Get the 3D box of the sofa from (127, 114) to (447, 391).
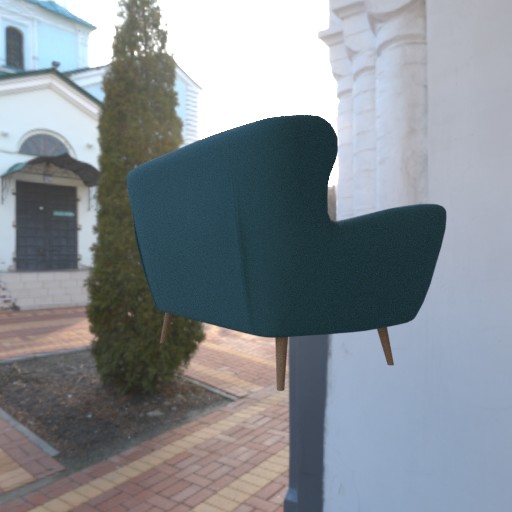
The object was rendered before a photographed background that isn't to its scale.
[{"bbox_3d":[0.000,0.000,2.013,0.889,0.889,1.397,0,1,-36],"label":"sofa"}]
